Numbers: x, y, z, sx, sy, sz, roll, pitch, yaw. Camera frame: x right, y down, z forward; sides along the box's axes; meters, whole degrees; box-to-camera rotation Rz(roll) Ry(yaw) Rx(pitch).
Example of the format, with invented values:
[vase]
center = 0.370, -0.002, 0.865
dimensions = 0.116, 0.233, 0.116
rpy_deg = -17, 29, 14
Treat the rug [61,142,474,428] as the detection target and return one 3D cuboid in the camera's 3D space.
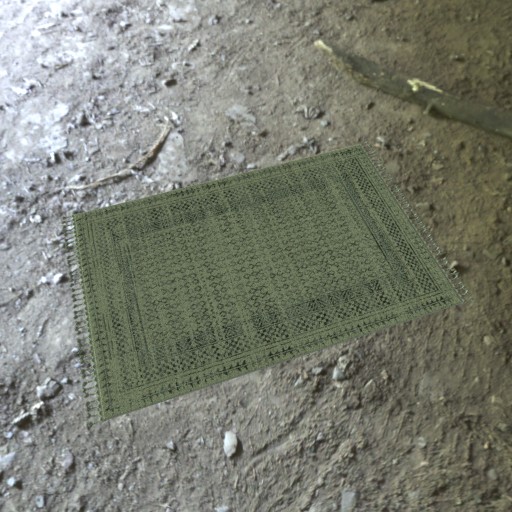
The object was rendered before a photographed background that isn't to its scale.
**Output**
[rug]
center = 0.000, 0.000, 3.033
dimensions = 2.486, 0.013, 1.548
rpy_deg = -16, 59, -10
